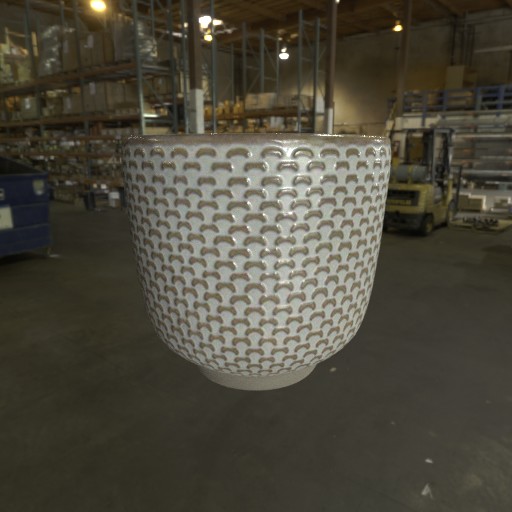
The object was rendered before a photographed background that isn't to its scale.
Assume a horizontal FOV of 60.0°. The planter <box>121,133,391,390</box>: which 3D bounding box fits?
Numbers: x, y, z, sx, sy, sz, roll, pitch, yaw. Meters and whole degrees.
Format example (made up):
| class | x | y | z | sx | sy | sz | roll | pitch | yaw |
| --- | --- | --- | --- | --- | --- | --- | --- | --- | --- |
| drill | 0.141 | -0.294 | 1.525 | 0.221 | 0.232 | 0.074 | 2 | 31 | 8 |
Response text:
| class | x | y | z | sx | sy | sz | roll | pitch | yaw |
| --- | --- | --- | --- | --- | --- | --- | --- | --- | --- |
| planter | 0.000 | 0.000 | 0.250 | 0.139 | 0.130 | 0.139 | 0 | 14 | 0 |
